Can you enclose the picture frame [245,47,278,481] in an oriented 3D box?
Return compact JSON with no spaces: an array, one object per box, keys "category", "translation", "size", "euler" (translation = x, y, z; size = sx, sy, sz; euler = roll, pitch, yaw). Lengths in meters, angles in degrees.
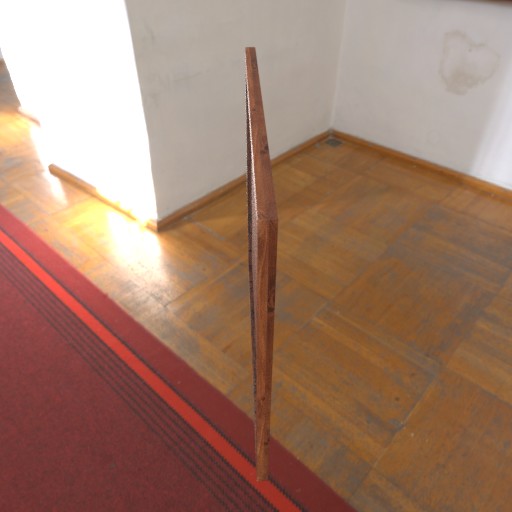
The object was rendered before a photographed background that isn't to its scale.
[{"category":"picture frame","translation":[0.000,0.000,1.171],"size":[0.029,0.817,0.810],"euler":[-1,40,-2]}]
